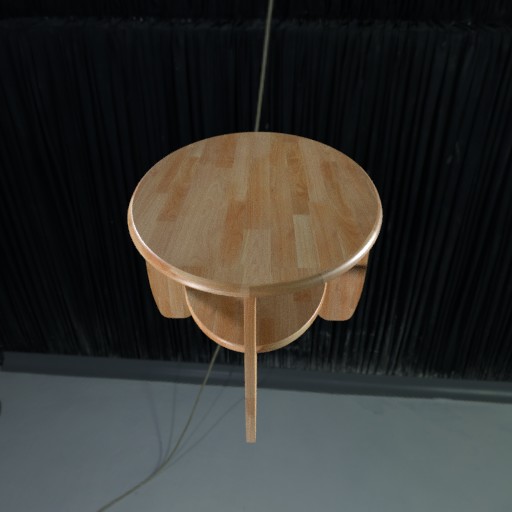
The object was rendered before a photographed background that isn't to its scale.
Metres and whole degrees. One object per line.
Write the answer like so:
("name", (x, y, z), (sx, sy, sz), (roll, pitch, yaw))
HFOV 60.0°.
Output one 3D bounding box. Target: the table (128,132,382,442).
("table", (0.000, 0.000, 1.380), (0.690, 0.490, 1.040), (1, 32, 1))
